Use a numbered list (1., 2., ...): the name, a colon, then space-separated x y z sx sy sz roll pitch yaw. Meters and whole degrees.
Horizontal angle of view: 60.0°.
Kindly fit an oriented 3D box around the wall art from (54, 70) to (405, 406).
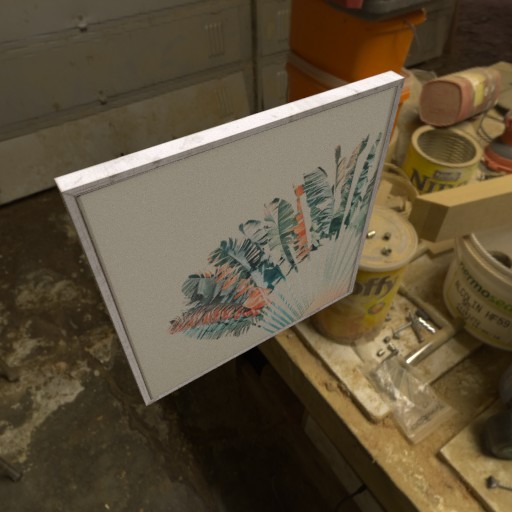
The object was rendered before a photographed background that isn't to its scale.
1. wall art: 0.000 0.000 0.755 0.508 0.506 0.029 -25 51 -22
